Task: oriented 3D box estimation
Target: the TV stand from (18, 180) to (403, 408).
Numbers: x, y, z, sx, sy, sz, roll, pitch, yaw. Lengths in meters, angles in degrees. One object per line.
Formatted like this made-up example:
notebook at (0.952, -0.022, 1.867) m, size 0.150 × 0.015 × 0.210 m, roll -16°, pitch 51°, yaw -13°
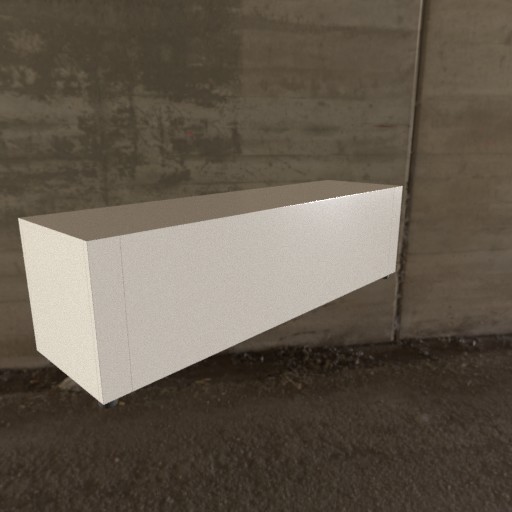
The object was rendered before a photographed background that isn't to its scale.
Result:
TV stand at (0.000, 0.000, 1.686) m, size 0.410 × 0.440 × 1.500 m, roll 14°, pitch 21°, yaw 42°
